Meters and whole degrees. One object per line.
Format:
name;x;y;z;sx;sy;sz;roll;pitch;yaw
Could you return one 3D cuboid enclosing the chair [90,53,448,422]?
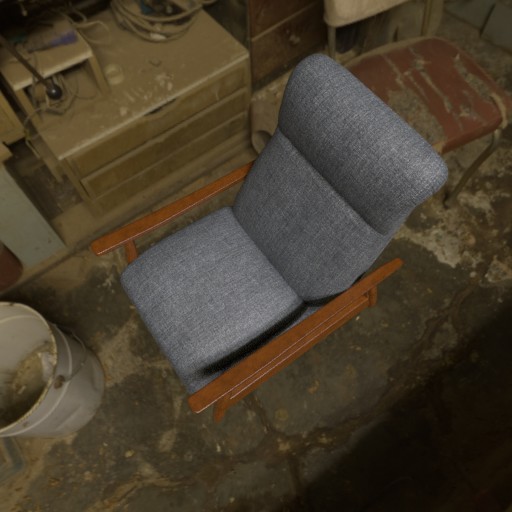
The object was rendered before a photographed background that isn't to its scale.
chair;0.000;0.000;1.766;1.030;1.082;0.762;-33;69;-15
